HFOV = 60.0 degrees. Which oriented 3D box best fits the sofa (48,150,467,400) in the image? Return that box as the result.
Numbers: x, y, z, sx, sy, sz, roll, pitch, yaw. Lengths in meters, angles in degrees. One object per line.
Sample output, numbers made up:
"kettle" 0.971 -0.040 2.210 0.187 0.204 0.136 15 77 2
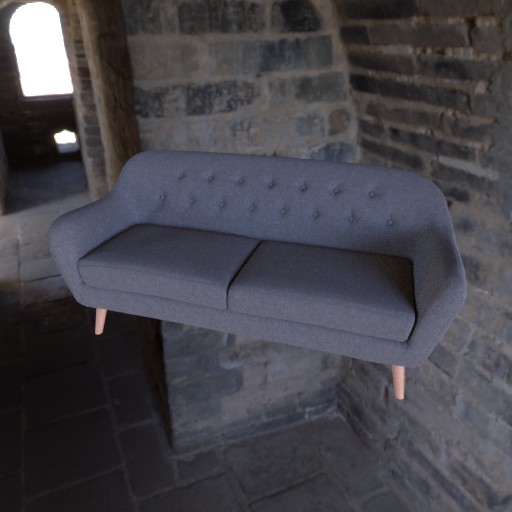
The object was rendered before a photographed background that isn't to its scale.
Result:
"sofa" 0.000 0.000 2.207 1.840 0.820 0.820 8 27 16
